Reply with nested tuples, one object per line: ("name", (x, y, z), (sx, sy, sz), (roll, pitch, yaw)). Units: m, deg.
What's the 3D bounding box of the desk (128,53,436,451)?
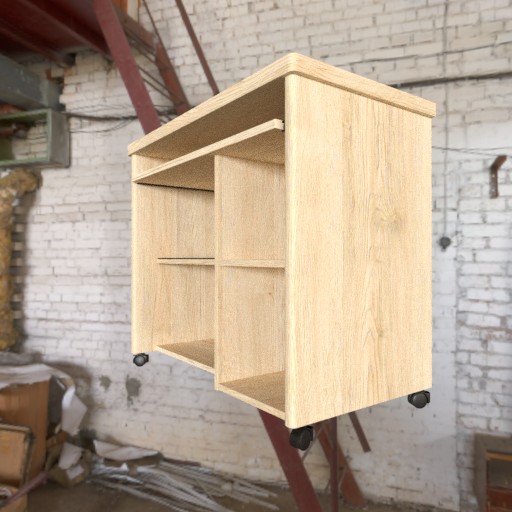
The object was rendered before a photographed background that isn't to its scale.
("desk", (0.000, 0.000, 1.333), (0.480, 0.770, 0.885), (0, 0, -36))
